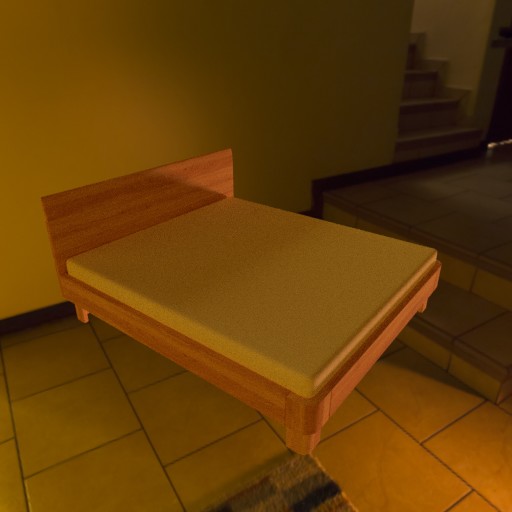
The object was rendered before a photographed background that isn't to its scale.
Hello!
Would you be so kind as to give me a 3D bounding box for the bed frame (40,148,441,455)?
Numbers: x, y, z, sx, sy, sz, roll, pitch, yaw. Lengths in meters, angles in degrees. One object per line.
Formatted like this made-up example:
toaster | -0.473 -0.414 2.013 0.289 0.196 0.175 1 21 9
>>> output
bed frame | 0.000 0.000 3.161 2.092 0.940 1.872 19 32 33
